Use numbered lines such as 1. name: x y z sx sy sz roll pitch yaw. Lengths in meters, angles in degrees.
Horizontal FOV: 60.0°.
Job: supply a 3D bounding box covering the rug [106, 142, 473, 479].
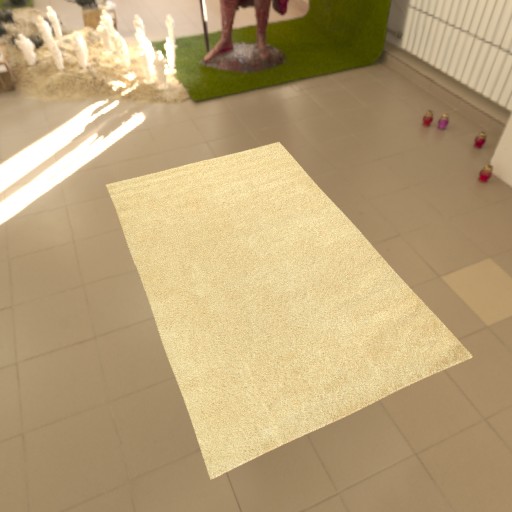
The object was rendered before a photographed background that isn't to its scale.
1. rug: 0.000 0.000 2.919 1.500 0.025 2.346 -18 49 -17
